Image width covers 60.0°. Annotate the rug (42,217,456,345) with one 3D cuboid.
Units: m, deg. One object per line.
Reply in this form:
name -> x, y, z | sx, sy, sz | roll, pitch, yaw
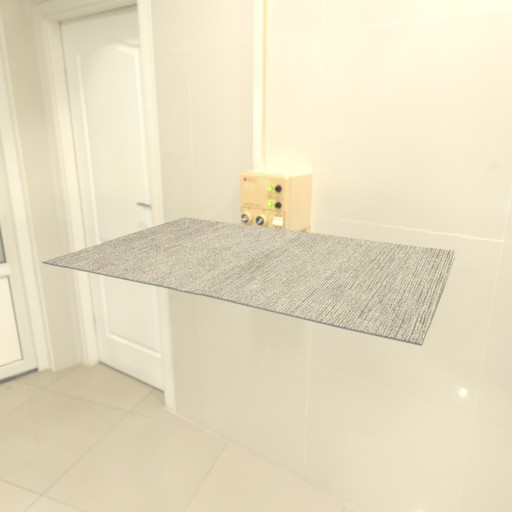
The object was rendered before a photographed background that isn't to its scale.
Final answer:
rug -> 0.000, 0.000, 2.272 | 1.804, 0.022, 1.162 | 9, 19, 27
